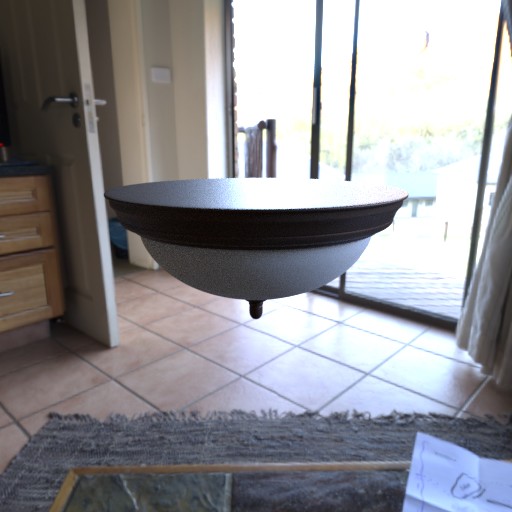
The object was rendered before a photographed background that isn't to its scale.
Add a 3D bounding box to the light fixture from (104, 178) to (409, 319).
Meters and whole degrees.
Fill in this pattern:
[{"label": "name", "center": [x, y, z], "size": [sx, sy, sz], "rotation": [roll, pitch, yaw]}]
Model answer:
[{"label": "light fixture", "center": [0.000, 0.000, 0.445], "size": [0.280, 0.135, 0.280], "rotation": [0, 14, 0]}]
